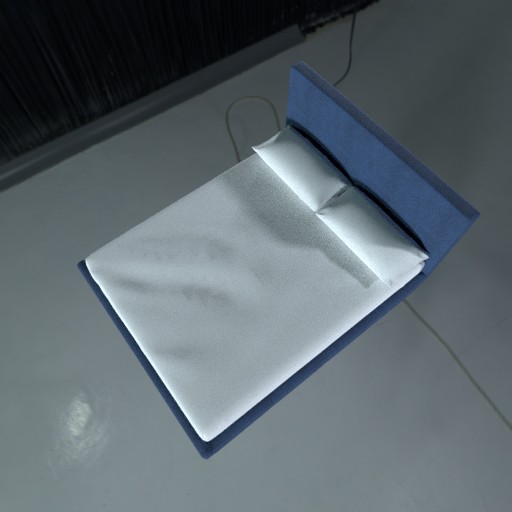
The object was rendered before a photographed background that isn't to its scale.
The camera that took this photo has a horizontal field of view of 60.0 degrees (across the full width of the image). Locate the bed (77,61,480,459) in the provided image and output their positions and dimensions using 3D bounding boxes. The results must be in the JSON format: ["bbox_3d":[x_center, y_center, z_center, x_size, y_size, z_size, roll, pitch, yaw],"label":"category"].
[{"bbox_3d":[0.000,0.000,3.228,2.172,1.231,1.723,-35,68,-16],"label":"bed"}]
